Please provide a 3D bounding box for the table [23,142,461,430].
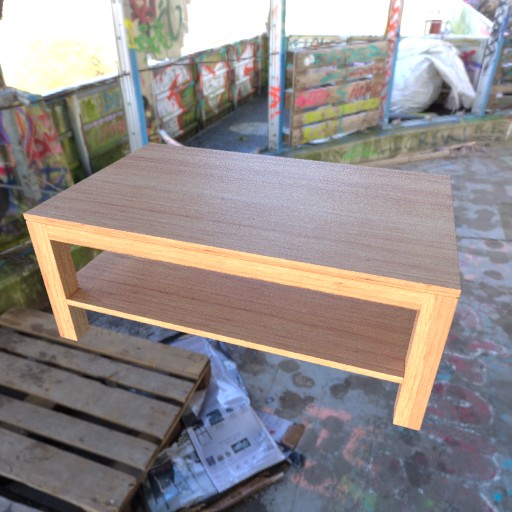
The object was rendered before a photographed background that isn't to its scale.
[{"bbox_3d":[0.000,0.000,1.487,1.146,0.457,0.695,10,33,16],"label":"table"}]
